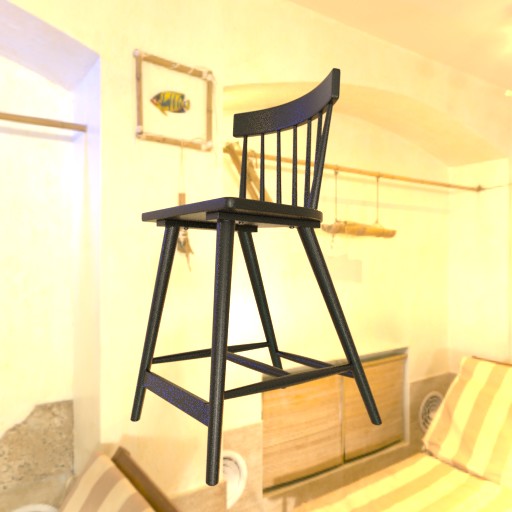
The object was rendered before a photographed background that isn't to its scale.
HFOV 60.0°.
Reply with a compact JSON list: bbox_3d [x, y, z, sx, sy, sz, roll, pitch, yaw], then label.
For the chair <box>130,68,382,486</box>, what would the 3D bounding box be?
[{"bbox_3d":[0.000,0.000,1.260,0.572,0.952,0.483,0,0,-36],"label":"chair"}]
